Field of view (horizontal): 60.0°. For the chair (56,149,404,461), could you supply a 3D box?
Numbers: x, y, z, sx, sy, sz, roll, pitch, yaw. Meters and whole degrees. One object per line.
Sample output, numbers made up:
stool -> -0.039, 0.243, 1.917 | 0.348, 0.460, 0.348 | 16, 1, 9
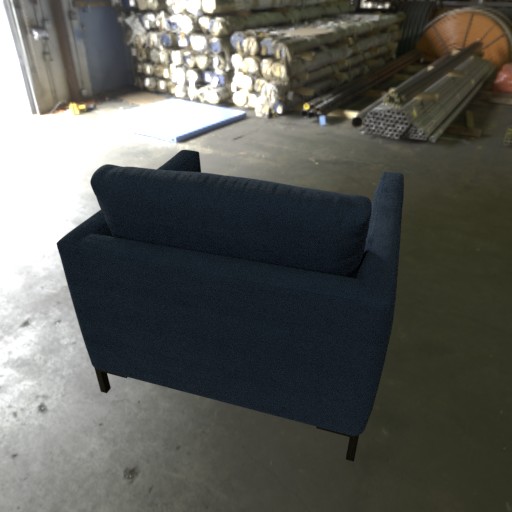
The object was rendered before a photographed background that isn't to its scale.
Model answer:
chair -> 0.000, 0.000, 1.602 | 0.964, 0.812, 0.875 | 10, 33, 15
